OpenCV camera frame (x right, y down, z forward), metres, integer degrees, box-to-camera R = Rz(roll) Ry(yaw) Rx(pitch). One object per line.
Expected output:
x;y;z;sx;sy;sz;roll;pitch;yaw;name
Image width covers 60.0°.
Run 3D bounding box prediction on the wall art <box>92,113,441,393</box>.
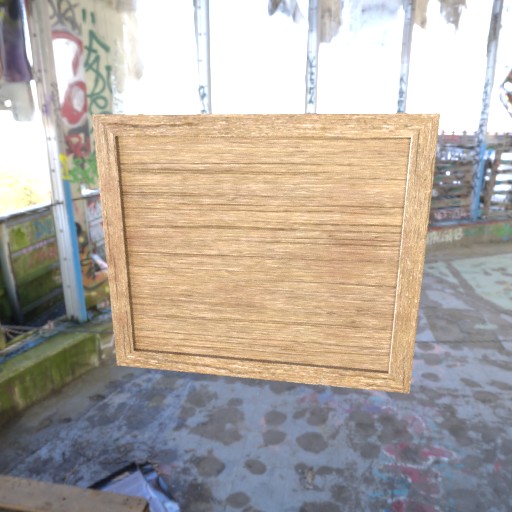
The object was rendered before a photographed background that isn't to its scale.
0.000;0.000;0.962;0.690;0.588;0.026;3;17;10;wall art
